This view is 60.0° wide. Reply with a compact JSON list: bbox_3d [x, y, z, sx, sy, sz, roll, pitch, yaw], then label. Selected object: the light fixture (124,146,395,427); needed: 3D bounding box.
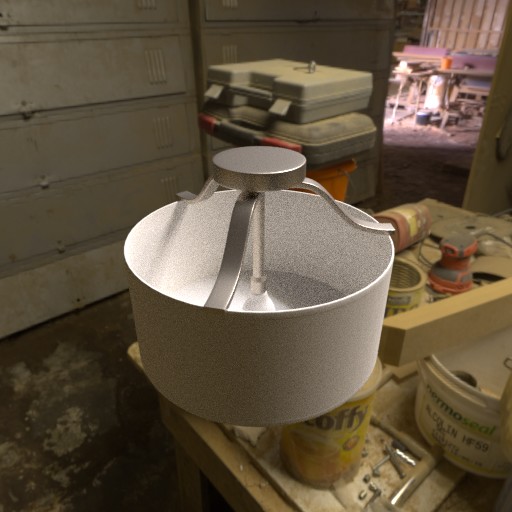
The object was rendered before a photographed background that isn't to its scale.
[{"bbox_3d":[0.000,0.000,0.669,0.395,0.304,0.395,0,29,0],"label":"light fixture"}]
